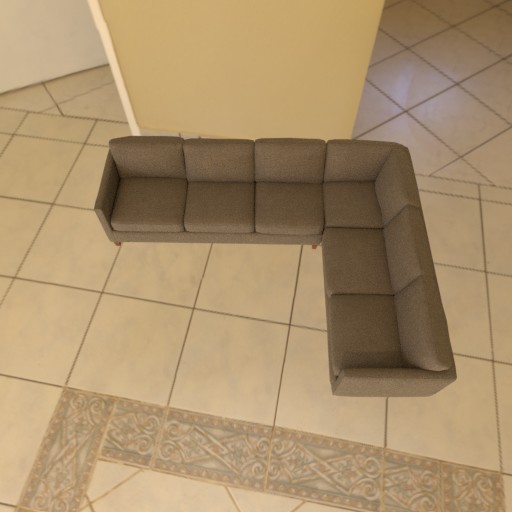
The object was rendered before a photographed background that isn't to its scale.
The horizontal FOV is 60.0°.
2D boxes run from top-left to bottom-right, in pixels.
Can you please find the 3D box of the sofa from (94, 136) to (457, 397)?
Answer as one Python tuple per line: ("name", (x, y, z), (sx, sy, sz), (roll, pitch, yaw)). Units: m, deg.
("sofa", (0.000, 0.000, 4.408), (3.302, 0.947, 2.593), (1, 60, 1))
